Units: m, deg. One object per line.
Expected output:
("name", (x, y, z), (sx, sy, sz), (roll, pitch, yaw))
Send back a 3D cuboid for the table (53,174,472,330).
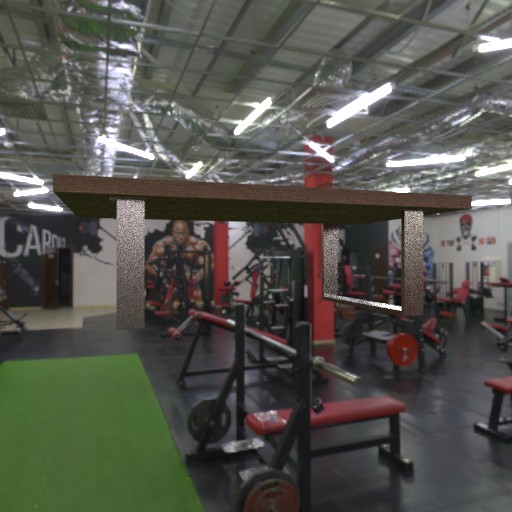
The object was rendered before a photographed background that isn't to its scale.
("table", (0.000, 0.000, 1.788), (1.400, 0.440, 0.800), (0, 0, -17))
